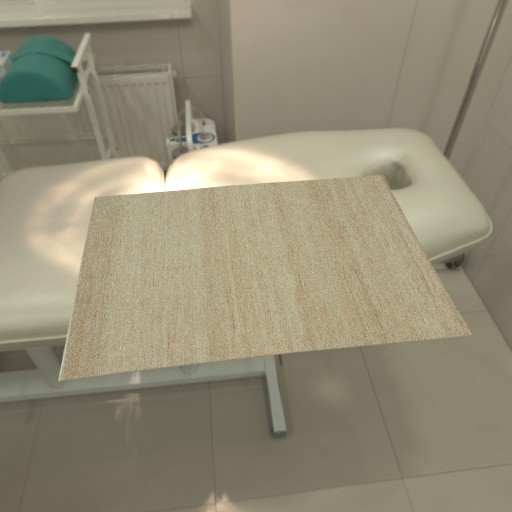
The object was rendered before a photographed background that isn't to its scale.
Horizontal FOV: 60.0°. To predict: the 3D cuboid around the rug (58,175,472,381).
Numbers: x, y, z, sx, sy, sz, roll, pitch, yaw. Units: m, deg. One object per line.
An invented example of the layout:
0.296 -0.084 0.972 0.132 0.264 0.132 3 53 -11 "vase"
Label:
0.000 0.000 3.012 2.346 0.029 1.574 -5 47 -5 "rug"
